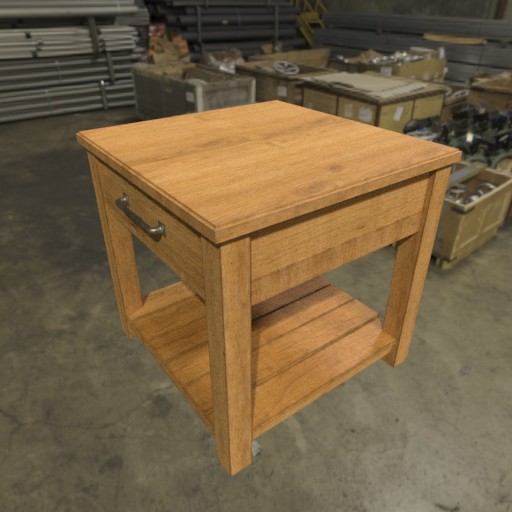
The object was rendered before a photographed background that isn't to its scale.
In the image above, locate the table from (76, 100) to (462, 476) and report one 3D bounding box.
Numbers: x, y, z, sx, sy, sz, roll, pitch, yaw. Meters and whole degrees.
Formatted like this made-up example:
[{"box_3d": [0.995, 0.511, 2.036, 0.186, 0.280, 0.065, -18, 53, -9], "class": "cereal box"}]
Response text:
[{"box_3d": [0.000, 0.000, 1.127, 0.612, 0.593, 0.616, -21, 37, -31], "class": "table"}]
